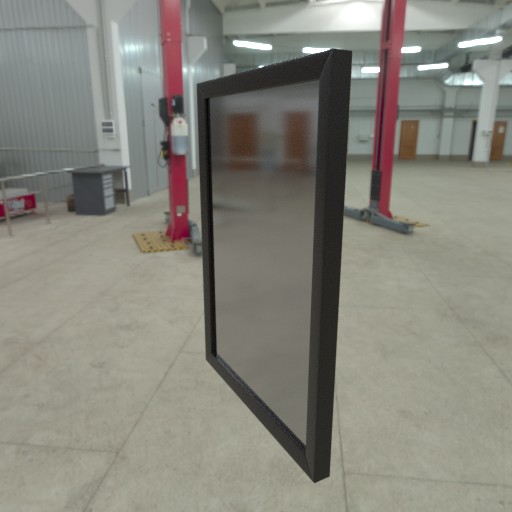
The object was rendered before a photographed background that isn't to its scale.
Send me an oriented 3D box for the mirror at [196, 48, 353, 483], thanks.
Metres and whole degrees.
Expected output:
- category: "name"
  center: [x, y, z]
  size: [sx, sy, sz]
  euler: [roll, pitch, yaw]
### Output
- category: "mirror"
  center: [0.000, 0.000, 0.916]
  size: [0.040, 0.710, 0.507]
  euler: [-8, 18, -27]
